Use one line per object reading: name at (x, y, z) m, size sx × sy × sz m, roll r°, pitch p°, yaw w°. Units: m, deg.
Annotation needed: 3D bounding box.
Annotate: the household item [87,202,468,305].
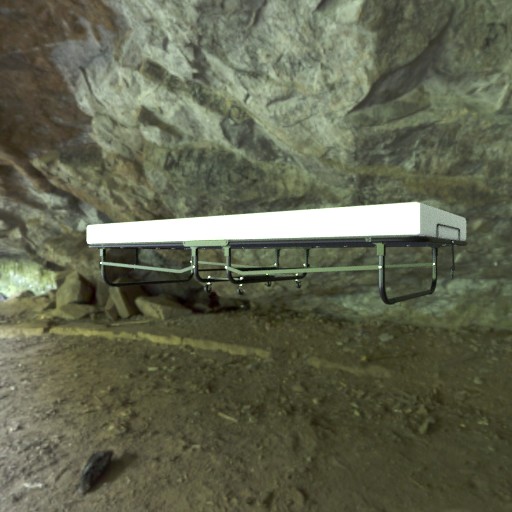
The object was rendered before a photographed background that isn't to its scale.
household item at (0.000, 0.000, 2.284) m, size 1.905 × 0.356 × 0.787 m, roll 0°, pitch 0°, yaw 36°
